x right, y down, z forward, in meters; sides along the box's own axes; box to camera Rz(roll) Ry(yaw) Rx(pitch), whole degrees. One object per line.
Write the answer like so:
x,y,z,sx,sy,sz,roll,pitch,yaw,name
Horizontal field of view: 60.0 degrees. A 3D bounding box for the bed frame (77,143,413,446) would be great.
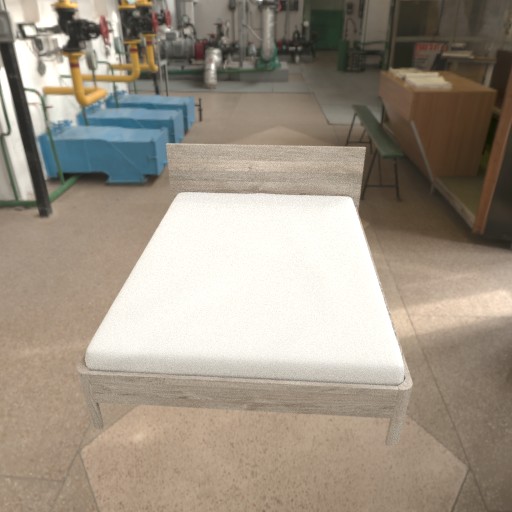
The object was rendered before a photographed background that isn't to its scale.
0.000,0.000,2.676,1.490,0.800,1.950,2,30,3,bed frame
